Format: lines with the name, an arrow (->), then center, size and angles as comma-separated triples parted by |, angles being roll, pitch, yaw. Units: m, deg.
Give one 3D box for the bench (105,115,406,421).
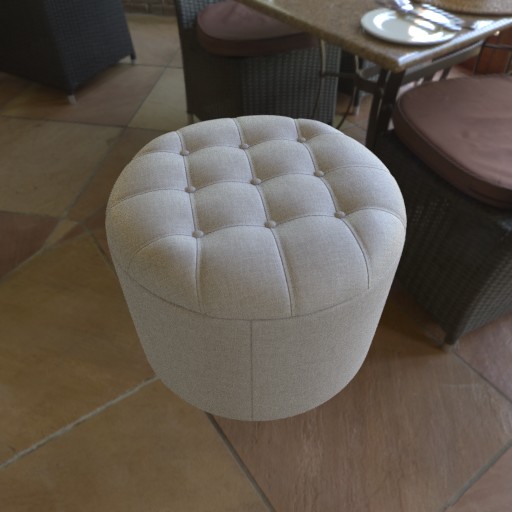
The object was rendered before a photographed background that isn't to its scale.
bench -> 0.000, 0.000, 1.014 | 0.600, 0.453, 0.600 | 0, 46, 0
